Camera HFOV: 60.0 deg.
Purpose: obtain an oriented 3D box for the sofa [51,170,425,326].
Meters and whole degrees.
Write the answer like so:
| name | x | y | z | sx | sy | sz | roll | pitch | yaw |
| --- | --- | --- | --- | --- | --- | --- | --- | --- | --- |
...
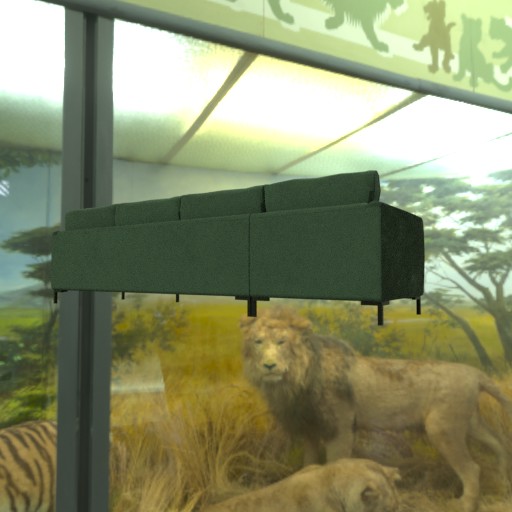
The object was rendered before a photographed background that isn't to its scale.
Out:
| name | x | y | z | sx | sy | sz | roll | pitch | yaw |
| --- | --- | --- | --- | --- | --- | --- | --- | --- | --- |
| sofa | 0.000 | 0.000 | 3.211 | 2.486 | 0.687 | 1.707 | -2 | -3 | 34 |
